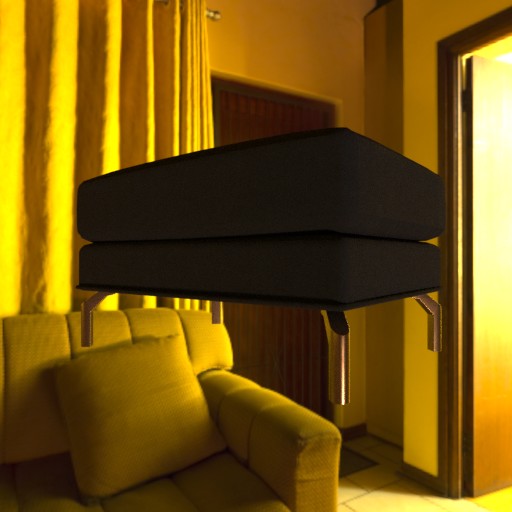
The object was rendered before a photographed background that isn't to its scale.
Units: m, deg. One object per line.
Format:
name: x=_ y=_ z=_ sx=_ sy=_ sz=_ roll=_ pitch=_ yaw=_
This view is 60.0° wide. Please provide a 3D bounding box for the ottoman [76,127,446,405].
ottoman: x=0.000 y=0.000 z=1.197 sx=0.835 sy=0.498 sz=0.587 roll=0 pitch=0 yaw=38
